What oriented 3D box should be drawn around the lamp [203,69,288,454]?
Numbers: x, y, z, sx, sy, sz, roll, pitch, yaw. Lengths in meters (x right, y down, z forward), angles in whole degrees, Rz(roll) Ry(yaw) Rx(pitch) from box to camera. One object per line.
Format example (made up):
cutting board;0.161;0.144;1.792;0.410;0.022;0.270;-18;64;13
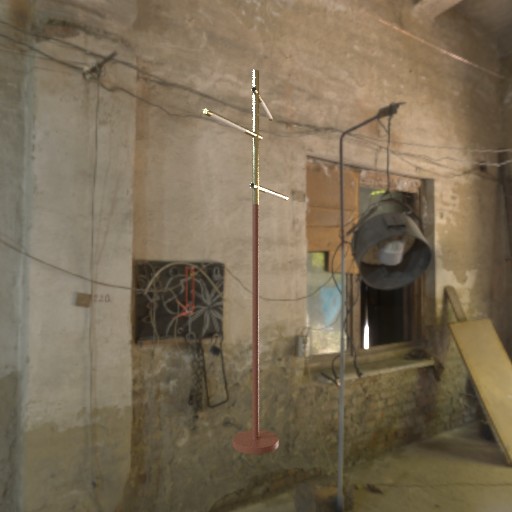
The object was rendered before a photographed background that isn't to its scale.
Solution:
lamp;0.000;0.000;2.026;0.209;1.704;0.737;0;-1;18
